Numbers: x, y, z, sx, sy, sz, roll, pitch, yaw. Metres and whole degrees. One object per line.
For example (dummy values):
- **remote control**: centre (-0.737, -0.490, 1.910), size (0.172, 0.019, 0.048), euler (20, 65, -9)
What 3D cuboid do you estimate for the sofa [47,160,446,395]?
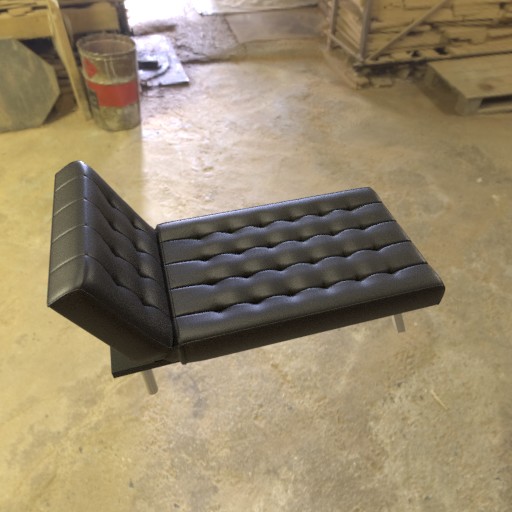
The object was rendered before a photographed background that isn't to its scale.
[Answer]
- **sofa**: centre (0.000, 0.000, 2.024), size (1.560, 0.820, 0.760), euler (-11, 47, -11)
